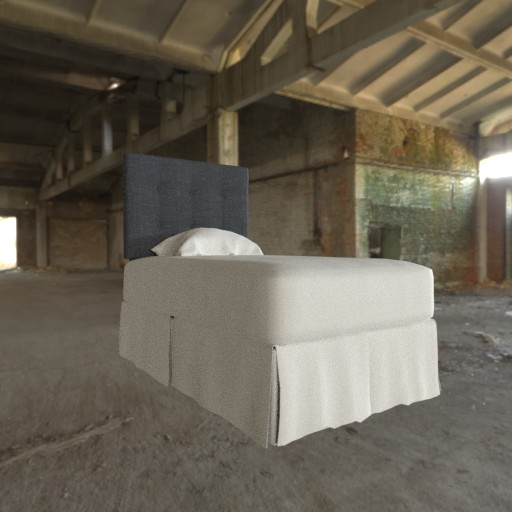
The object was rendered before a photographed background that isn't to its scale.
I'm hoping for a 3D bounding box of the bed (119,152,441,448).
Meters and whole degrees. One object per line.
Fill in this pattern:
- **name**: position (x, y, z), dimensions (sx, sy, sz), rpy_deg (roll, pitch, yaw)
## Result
- **bed**: position (0.000, 0.000, 2.957), dimensions (1.261, 1.571, 1.997), rpy_deg (-1, 1, -35)
